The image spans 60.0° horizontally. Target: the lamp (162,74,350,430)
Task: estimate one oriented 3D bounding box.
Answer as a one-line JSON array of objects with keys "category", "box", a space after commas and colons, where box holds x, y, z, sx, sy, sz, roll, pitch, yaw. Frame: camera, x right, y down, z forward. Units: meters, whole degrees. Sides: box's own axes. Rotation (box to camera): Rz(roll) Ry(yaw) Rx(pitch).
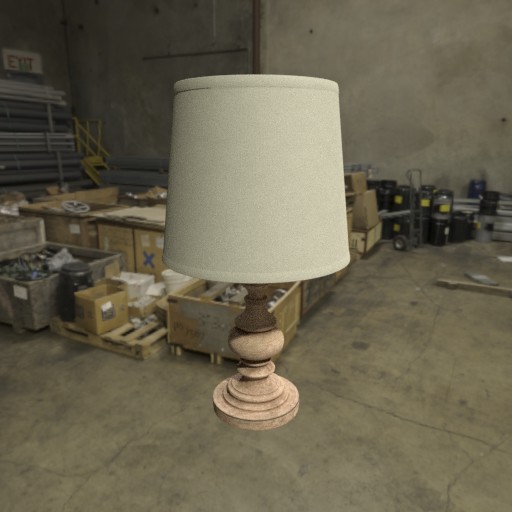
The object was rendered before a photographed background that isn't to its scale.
[{"category": "lamp", "box": [0.000, 0.000, 0.657, 0.273, 0.497, 0.273, 0, 15, 0]}]
